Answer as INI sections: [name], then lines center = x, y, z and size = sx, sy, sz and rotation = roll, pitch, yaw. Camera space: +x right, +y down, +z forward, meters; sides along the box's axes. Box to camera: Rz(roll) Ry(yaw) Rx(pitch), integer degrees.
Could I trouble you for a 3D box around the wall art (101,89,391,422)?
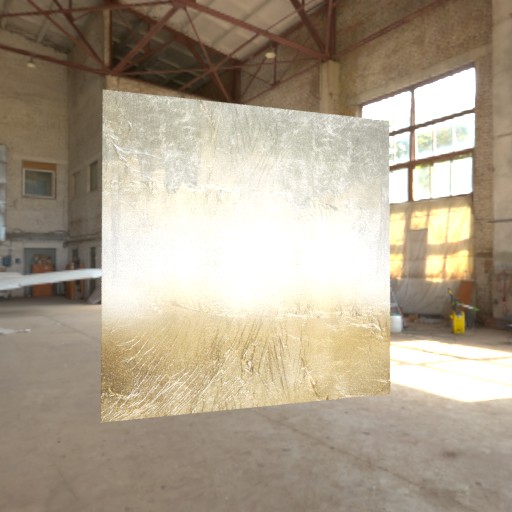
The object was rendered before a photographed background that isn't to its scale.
[wall art]
center = 0.000, 0.000, 0.618
size = 0.405, 0.407, 0.038
rotation = 0, -1, -17
